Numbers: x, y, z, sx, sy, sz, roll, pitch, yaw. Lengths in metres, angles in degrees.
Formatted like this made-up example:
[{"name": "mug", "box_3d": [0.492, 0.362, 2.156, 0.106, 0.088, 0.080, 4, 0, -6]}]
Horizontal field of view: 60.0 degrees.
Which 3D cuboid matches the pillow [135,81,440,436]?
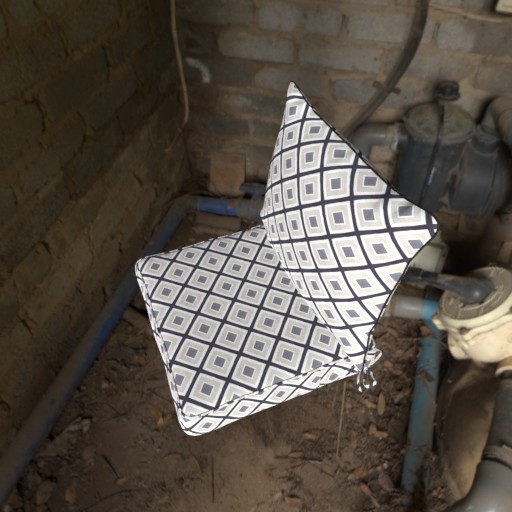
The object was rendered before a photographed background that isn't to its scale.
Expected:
[{"name": "pillow", "box_3d": [0.000, 0.000, 1.394, 0.733, 0.722, 0.798, -17, 49, -15]}]
